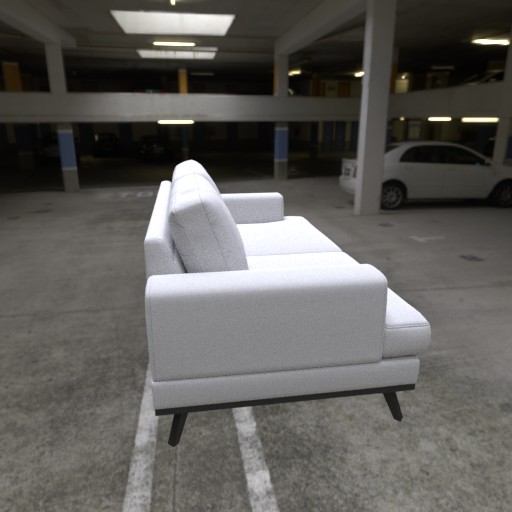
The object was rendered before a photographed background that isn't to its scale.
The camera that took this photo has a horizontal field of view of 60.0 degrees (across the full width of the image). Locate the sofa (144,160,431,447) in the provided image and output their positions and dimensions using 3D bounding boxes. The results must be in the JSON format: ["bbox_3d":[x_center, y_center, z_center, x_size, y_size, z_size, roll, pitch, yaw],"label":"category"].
[{"bbox_3d":[0.000,0.000,2.143,0.920,0.810,1.650,-3,18,-9],"label":"sofa"}]
